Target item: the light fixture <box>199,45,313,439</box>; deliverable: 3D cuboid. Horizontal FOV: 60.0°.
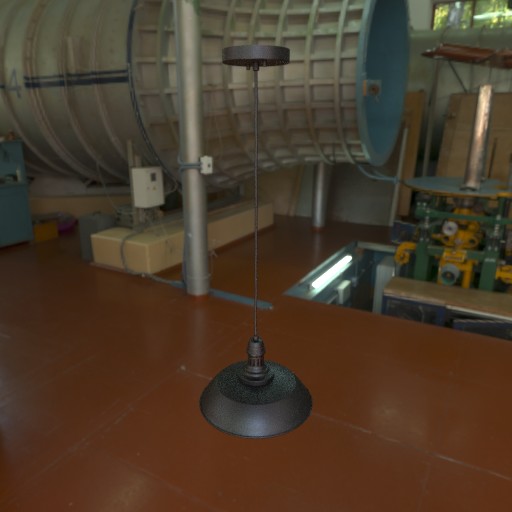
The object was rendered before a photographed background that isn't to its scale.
[{"bbox_3d":[0.000,0.000,1.169,0.331,0.993,0.331,-9,19,-25],"label":"light fixture"}]
